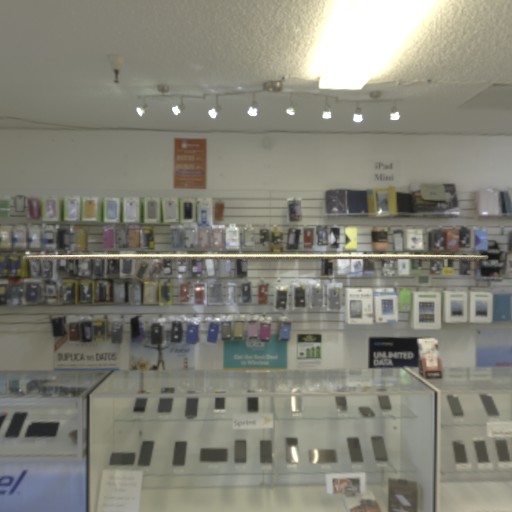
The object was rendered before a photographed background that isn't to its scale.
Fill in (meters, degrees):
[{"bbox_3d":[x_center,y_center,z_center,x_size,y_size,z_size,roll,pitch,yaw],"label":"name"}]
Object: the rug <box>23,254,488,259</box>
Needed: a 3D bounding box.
[{"bbox_3d":[0.000,0.000,4.096,3.049,0.025,2.449,0,0,0],"label":"rug"}]
